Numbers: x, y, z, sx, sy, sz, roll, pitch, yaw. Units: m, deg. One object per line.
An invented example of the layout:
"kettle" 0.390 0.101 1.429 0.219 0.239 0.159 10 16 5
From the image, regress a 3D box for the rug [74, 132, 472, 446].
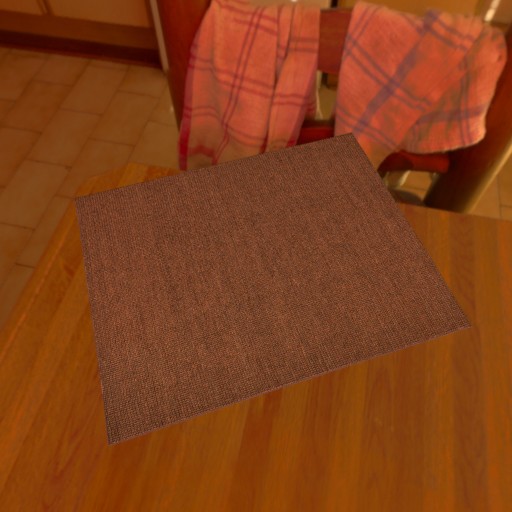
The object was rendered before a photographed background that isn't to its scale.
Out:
"rug" 0.000 0.000 4.111 3.068 0.021 2.456 -15 59 -9
